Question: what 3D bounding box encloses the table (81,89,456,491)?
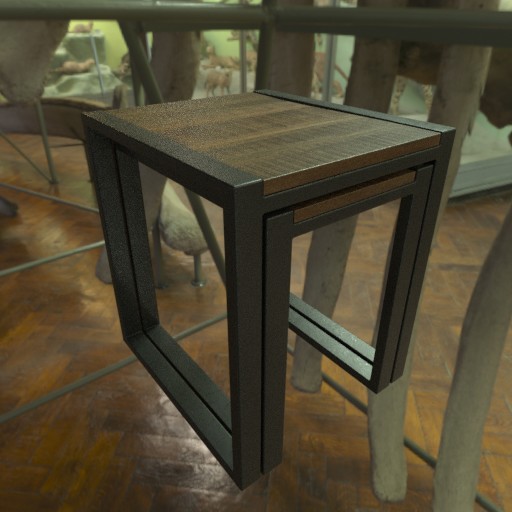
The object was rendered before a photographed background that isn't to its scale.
[{"bbox_3d":[0.000,0.000,0.914,0.449,0.550,0.500,-21,35,-32],"label":"table"}]
